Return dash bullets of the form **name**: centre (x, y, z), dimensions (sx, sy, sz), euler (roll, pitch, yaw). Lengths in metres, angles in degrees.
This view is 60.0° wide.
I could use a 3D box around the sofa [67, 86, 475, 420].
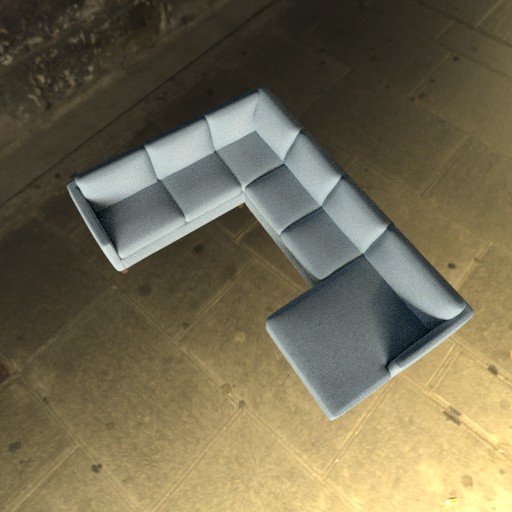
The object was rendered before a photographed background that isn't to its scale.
- **sofa**: centre (0.000, 0.000, 4.509), dimensions (2.551, 0.889, 3.403), euler (-31, 68, -14)
